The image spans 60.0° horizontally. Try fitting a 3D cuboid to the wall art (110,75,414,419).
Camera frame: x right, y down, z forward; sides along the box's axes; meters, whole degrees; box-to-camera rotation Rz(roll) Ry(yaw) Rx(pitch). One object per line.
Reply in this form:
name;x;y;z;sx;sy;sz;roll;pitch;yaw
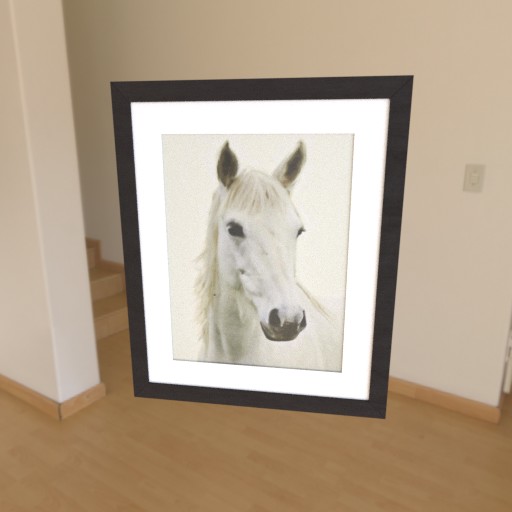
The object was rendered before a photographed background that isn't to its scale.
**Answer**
wall art;0.000;0.000;0.742;0.455;0.552;0.034;2;15;8
